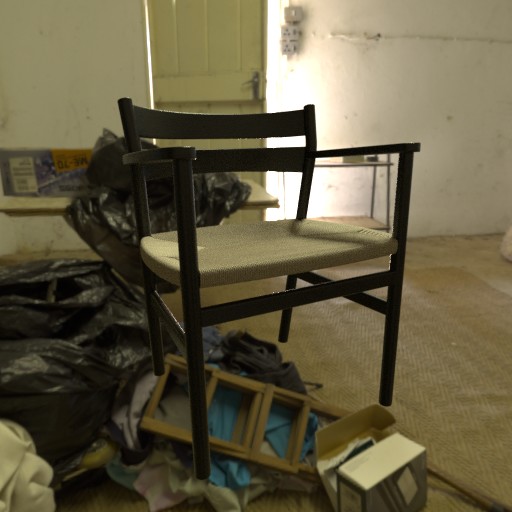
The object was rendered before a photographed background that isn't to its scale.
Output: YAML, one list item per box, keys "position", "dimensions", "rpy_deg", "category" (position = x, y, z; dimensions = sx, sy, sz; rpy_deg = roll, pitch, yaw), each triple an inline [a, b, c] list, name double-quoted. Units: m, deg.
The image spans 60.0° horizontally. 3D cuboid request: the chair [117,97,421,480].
- position: [0.000, 0.000, 1.148]
  dimensions: [0.630, 0.775, 0.508]
  rpy_deg: [-9, 18, -28]
  category: "chair"
